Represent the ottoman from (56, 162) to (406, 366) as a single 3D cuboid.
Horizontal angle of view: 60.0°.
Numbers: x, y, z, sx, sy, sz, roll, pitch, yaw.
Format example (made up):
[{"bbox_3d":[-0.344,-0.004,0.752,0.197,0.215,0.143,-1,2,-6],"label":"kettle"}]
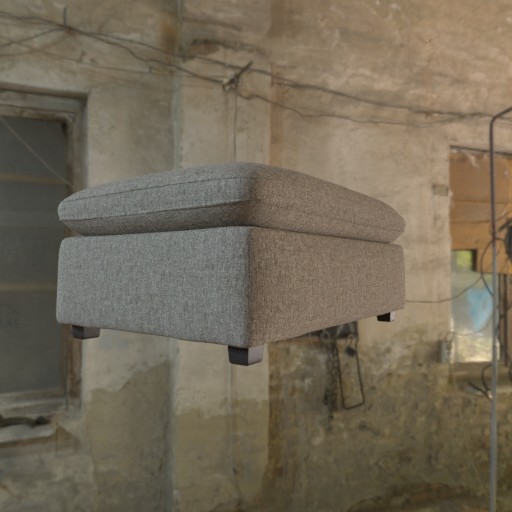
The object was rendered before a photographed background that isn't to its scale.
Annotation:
[{"bbox_3d":[0.000,0.000,1.386,0.694,0.451,0.977,-1,-2,35],"label":"ottoman"}]
